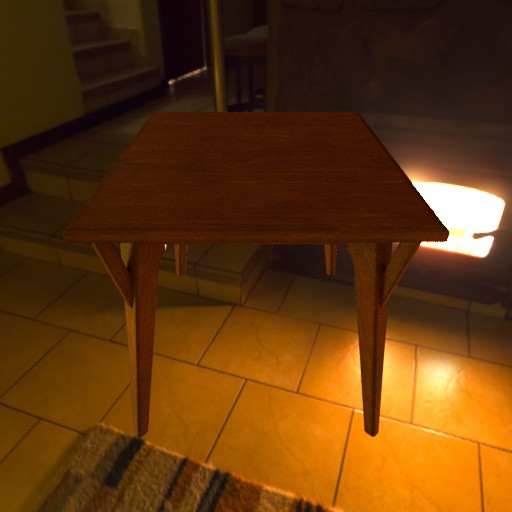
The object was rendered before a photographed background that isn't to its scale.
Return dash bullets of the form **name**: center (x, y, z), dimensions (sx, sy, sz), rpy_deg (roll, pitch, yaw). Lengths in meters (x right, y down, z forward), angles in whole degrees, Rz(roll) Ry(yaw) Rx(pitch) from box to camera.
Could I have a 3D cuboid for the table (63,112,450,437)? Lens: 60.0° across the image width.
- **table**: center (0.000, 0.000, 1.576), dimensions (0.838, 0.761, 0.991), rpy_deg (0, 32, 0)
